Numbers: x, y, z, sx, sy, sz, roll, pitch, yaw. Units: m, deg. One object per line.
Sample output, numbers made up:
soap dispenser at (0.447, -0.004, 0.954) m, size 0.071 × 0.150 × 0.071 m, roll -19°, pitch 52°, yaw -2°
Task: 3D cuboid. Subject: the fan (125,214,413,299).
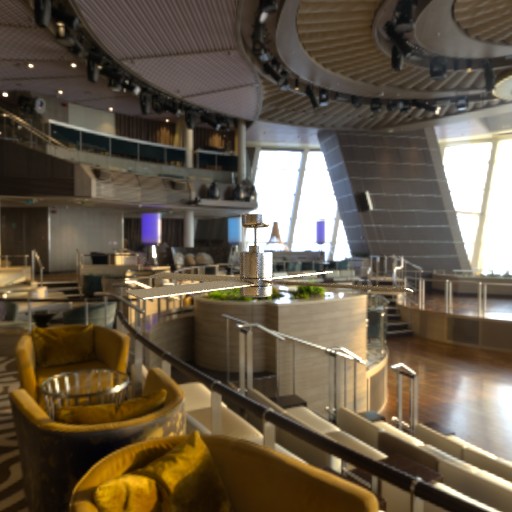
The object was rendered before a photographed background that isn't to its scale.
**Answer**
fan at (0.000, 0.000, 1.919) m, size 1.322 × 0.355 × 1.322 m, roll 1°, pitch 2°, yaw 36°
